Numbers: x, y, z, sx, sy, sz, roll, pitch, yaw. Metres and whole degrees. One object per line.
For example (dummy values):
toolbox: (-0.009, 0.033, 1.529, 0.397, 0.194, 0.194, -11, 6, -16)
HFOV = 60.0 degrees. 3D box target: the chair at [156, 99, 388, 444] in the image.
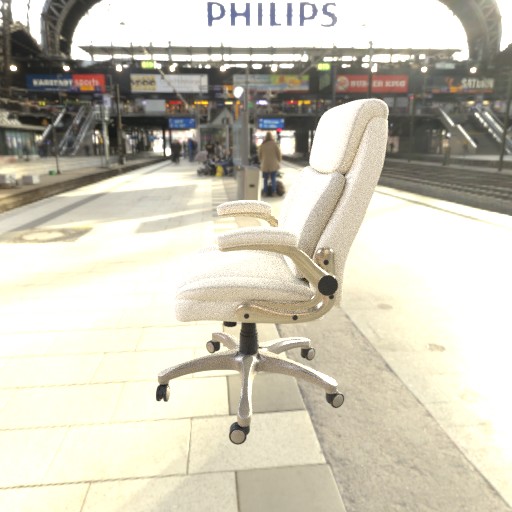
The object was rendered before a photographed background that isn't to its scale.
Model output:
chair: (0.000, 0.000, 1.691, 0.794, 1.110, 0.740, -2, 14, -8)
